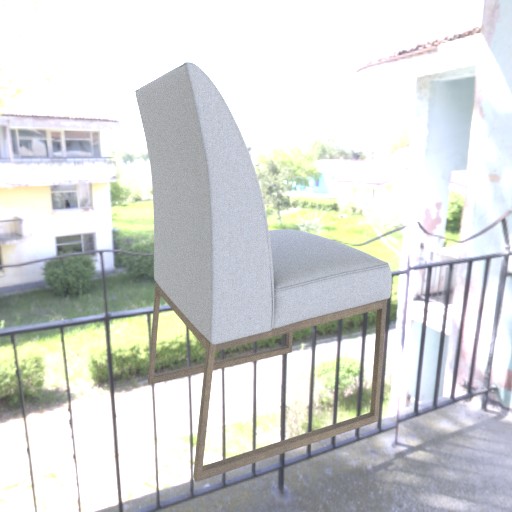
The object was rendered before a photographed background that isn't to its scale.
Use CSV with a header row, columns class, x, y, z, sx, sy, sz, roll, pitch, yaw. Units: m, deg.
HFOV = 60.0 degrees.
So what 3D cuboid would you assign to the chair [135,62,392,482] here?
class,x,y,z,sx,sy,sz,roll,pitch,yaw
chair,0.000,0.000,1.186,0.522,0.863,0.508,-7,15,-25
